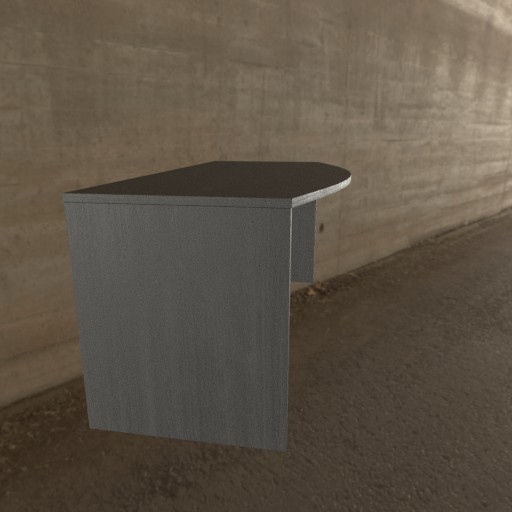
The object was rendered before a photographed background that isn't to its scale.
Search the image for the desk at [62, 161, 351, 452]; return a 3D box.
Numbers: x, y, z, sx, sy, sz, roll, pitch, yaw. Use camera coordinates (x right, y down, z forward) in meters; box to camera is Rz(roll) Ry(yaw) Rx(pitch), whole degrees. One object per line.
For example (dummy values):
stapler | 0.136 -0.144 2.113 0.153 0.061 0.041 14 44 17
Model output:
desk | 0.000 0.000 2.010 0.802 0.750 1.600 3 15 10
